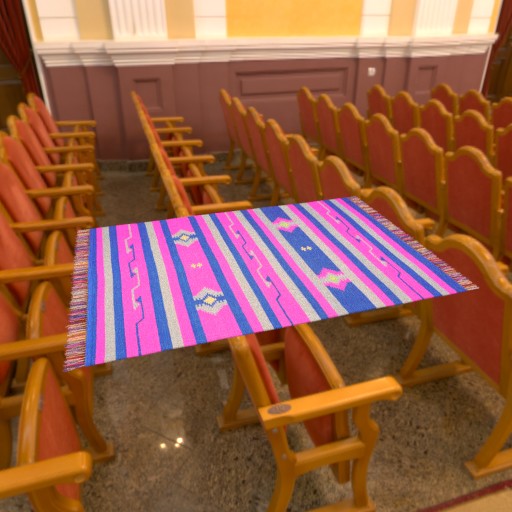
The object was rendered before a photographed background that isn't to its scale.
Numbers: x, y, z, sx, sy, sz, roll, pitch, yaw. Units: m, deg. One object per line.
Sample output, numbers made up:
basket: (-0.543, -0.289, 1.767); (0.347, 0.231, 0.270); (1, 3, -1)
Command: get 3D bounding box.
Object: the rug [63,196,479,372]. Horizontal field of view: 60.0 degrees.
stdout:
rug: (0.000, 0.000, 2.972); (2.350, 0.013, 1.539); (-9, 31, -15)
